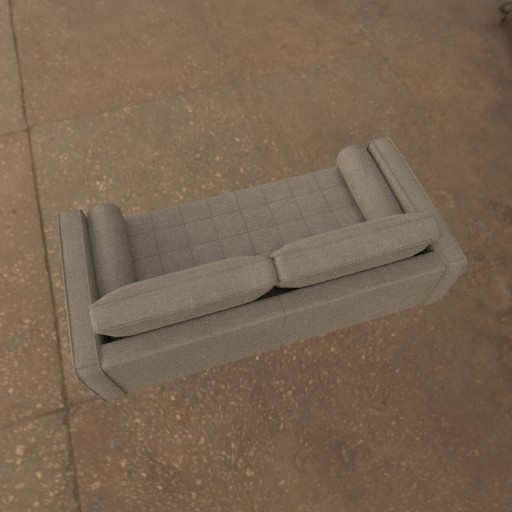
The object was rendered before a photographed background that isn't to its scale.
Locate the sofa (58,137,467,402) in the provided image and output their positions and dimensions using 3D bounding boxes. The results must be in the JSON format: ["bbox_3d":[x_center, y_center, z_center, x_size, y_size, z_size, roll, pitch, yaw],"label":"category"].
[{"bbox_3d":[0.000,0.000,2.344,1.879,0.762,0.914,-15,60,-9],"label":"sofa"}]
